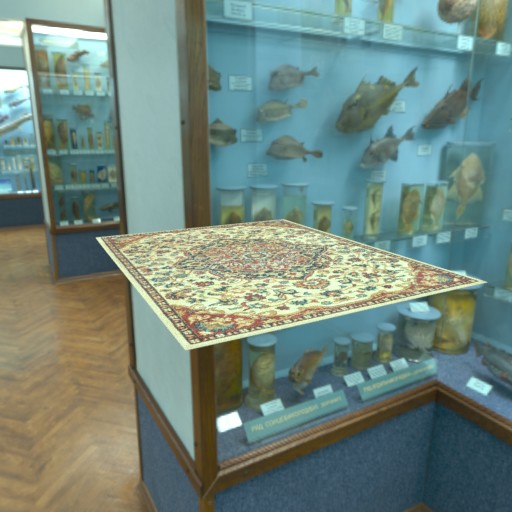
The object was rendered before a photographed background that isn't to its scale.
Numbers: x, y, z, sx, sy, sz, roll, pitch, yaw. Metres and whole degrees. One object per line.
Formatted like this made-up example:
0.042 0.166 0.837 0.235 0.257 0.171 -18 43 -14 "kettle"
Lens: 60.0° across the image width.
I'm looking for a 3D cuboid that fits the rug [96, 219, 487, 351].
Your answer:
0.000 0.000 4.202 2.454 0.005 3.067 -8 17 -27 "rug"
